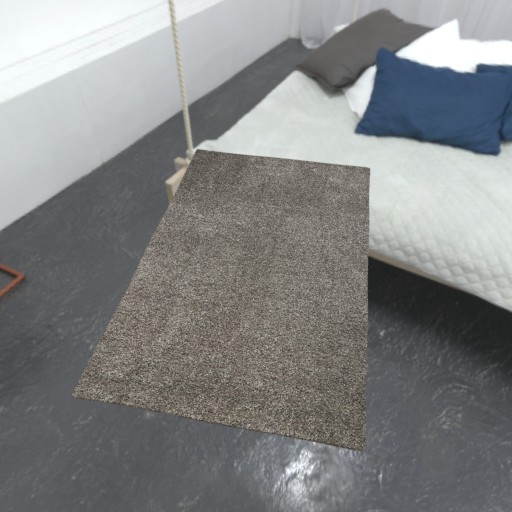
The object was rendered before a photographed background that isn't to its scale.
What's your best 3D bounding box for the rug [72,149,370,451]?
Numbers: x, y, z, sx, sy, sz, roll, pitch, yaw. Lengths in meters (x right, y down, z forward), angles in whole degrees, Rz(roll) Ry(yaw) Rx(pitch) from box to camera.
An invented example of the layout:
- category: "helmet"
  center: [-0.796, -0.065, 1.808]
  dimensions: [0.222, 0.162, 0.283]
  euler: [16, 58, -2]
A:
- category: "rug"
  center: [0.000, 0.000, 3.002]
  dimensions: [1.501, 0.025, 2.352]
  euler: [8, 47, 7]
